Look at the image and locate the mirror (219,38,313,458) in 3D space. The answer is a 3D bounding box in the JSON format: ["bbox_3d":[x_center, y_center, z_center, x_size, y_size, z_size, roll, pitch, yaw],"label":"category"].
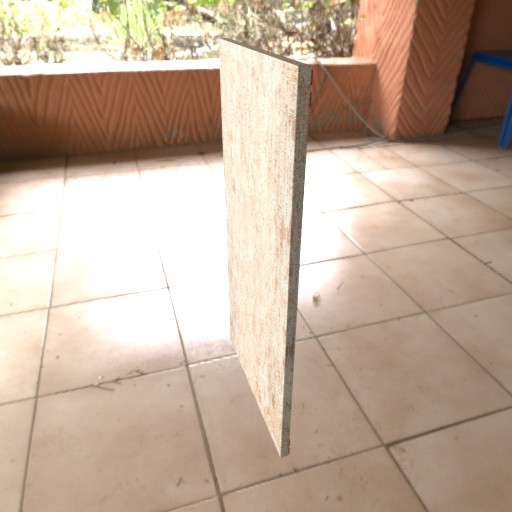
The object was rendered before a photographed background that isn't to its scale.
[{"bbox_3d":[0.000,0.000,1.083,0.027,0.922,0.472,-10,32,-16],"label":"mirror"}]
